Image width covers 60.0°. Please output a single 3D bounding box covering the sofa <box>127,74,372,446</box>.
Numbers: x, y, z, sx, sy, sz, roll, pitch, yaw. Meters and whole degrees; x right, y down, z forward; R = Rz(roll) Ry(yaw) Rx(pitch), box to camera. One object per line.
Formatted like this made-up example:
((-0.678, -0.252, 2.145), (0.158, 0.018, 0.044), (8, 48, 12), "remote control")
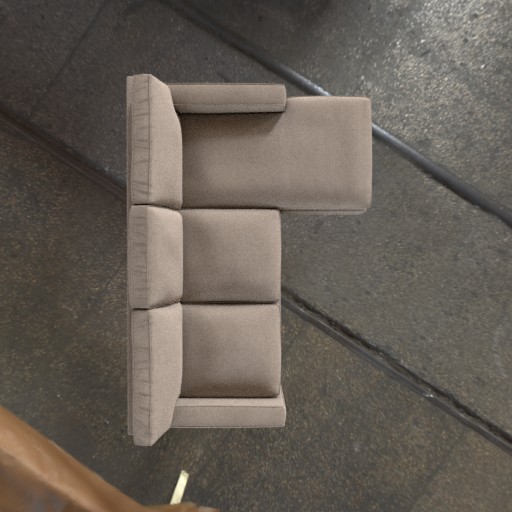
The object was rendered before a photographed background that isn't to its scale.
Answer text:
((0.000, 0.000, 2.801), (1.496, 0.861, 2.087), (0, 91, 0), "sofa")
